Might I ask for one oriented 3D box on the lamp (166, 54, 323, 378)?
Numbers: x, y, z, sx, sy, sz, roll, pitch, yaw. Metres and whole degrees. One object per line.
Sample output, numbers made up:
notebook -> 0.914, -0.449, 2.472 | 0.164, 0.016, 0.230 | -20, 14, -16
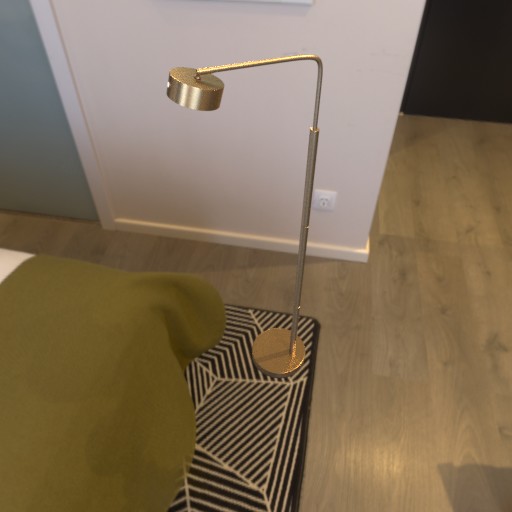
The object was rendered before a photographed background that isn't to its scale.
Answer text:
lamp -> 0.000, 0.000, 1.401 | 0.418, 1.230, 0.219 | -14, 46, -14
